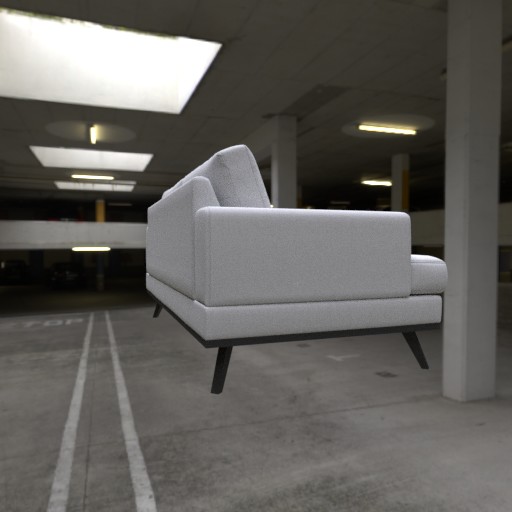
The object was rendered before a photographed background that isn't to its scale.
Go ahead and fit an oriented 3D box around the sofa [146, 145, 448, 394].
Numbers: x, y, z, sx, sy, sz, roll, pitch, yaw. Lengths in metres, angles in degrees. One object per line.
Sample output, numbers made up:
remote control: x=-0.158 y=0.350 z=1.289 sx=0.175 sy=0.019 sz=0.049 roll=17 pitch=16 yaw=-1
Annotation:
sofa: x=0.000 y=0.000 z=2.227 sx=0.920 sy=0.810 sz=1.650 roll=-1 pitch=2 yaw=-20
